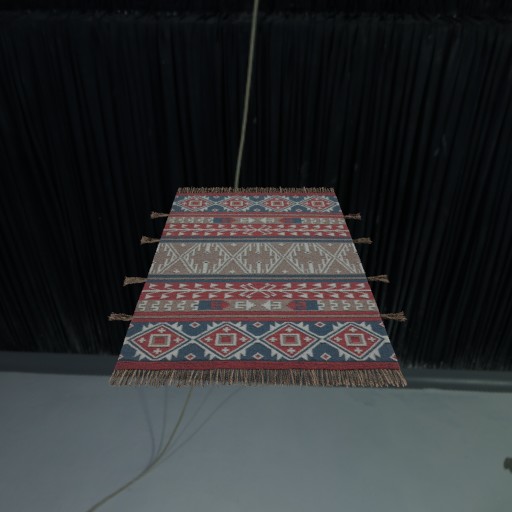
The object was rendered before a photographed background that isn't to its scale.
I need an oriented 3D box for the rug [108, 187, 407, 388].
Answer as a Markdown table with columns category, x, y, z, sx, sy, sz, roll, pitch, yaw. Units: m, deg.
| category | x | y | z | sx | sy | sz | roll | pitch | yaw |
| --- | --- | --- | --- | --- | --- | --- | --- | --- | --- |
| rug | 0.000 | 0.000 | 2.664 | 1.469 | 0.040 | 2.025 | 0 | 32 | 0 |
